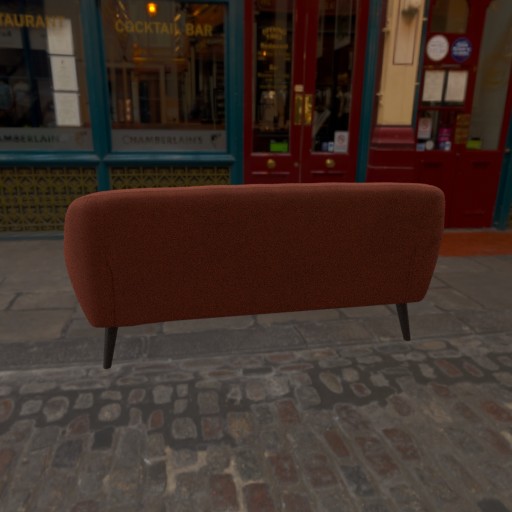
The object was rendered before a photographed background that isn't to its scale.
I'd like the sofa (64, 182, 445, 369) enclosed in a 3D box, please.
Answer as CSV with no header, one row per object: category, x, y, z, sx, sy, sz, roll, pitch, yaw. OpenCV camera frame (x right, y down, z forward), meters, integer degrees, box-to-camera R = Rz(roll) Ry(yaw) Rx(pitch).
sofa,0.000,0.000,2.314,1.840,0.836,0.820,-3,16,-10
